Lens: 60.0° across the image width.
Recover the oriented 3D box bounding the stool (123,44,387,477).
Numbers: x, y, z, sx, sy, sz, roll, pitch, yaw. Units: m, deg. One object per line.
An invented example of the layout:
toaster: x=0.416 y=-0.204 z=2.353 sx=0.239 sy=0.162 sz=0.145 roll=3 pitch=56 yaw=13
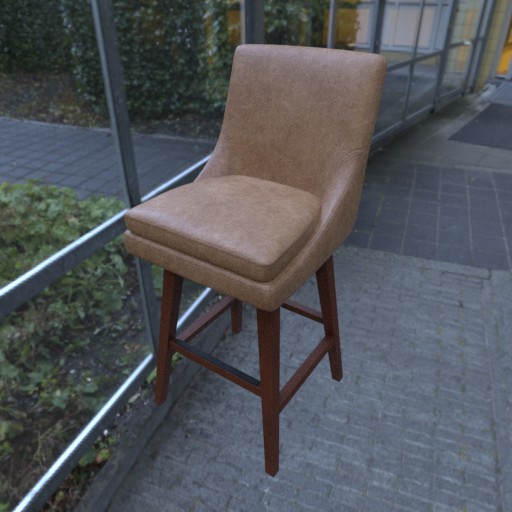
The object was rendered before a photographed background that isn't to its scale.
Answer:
stool: x=0.000 y=0.000 z=1.312 sx=0.487 sy=1.079 sz=0.572 roll=20 pitch=36 yaw=29
